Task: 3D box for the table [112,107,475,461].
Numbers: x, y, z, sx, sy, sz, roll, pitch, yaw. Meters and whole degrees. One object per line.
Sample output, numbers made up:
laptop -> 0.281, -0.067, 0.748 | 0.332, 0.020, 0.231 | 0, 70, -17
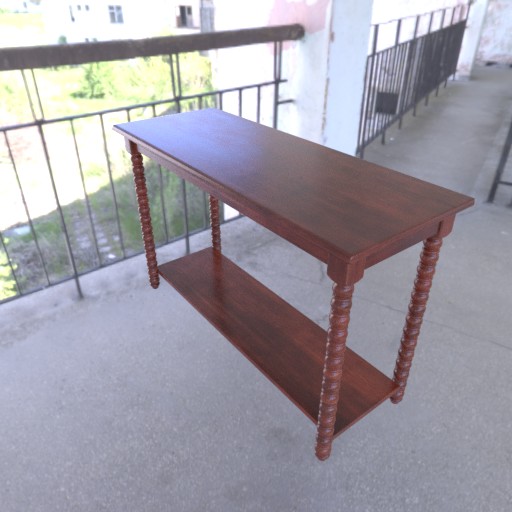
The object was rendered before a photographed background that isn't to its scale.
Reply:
table -> 0.000, 0.000, 1.556 | 0.459, 0.740, 1.184 | -22, 38, -31
